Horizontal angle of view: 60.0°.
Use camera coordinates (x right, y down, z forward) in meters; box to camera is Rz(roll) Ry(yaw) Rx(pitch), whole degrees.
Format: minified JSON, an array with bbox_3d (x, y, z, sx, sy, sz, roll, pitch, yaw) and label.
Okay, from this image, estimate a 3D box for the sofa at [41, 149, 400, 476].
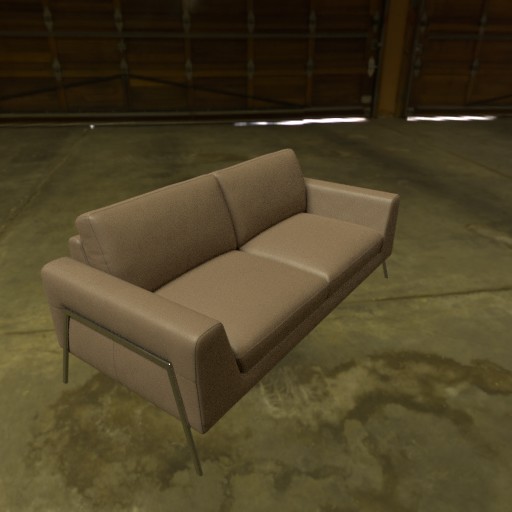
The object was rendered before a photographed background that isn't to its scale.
[{"bbox_3d":[0.000,0.000,2.521,0.953,0.875,2.017,17,30,32],"label":"sofa"}]
